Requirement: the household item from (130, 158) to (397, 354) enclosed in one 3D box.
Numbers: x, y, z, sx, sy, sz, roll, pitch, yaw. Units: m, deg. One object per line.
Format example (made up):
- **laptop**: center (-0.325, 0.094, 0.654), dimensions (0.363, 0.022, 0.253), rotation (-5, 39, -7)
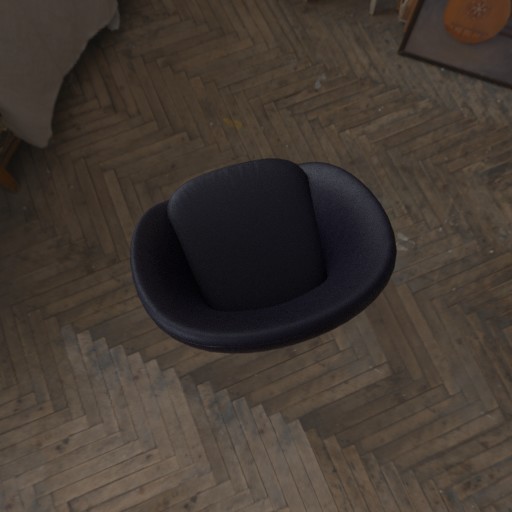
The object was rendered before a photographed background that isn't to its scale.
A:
- **household item**: center (0.000, 0.000, 1.285), dimensions (0.623, 0.852, 0.573), rotation (-16, 76, -4)
